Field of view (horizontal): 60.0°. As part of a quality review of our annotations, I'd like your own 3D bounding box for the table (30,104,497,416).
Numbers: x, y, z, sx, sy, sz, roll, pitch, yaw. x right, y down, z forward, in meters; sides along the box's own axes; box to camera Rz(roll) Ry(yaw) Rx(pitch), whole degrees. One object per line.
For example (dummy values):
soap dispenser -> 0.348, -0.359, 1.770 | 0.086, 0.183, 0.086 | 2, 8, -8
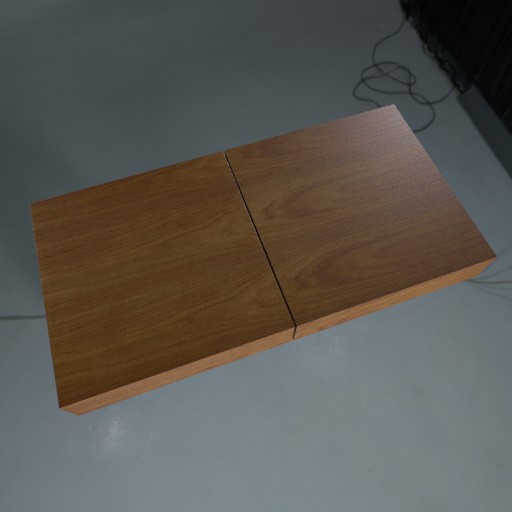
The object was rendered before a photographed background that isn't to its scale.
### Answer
table -> 0.000, 0.000, 1.407 | 1.194, 0.330, 0.610 | -18, 64, -9
